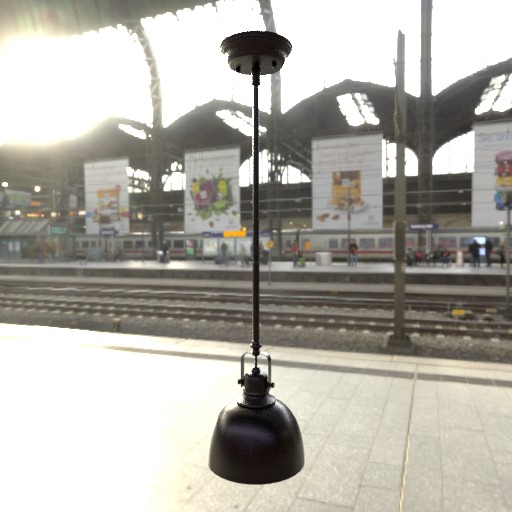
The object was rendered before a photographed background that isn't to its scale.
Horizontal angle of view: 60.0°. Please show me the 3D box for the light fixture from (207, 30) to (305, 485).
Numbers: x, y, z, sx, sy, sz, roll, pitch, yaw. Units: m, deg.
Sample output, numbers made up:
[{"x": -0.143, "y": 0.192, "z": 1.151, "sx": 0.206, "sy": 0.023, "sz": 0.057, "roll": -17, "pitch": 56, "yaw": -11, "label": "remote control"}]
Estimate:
[{"x": 0.000, "y": 0.000, "z": 0.826, "sx": 0.182, "sy": 0.768, "sz": 0.182, "roll": 0, "pitch": 1, "yaw": 19, "label": "light fixture"}]
